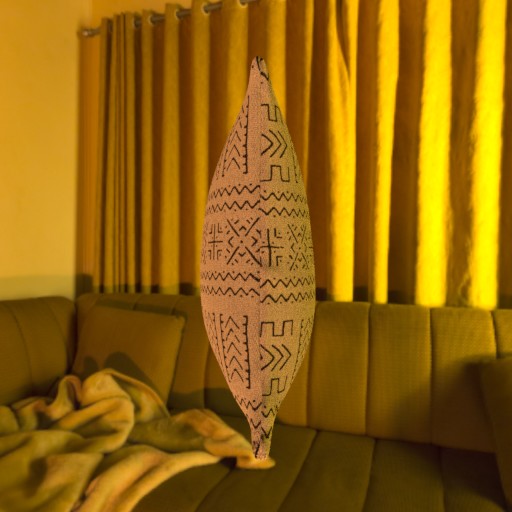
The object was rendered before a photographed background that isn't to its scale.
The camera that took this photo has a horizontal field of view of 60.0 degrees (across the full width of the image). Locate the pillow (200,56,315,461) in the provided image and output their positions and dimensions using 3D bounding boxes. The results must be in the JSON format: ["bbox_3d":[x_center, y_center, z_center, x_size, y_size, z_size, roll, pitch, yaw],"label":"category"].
[{"bbox_3d":[0.000,0.000,0.671,0.164,0.430,0.438,0,1,-1],"label":"pillow"}]
